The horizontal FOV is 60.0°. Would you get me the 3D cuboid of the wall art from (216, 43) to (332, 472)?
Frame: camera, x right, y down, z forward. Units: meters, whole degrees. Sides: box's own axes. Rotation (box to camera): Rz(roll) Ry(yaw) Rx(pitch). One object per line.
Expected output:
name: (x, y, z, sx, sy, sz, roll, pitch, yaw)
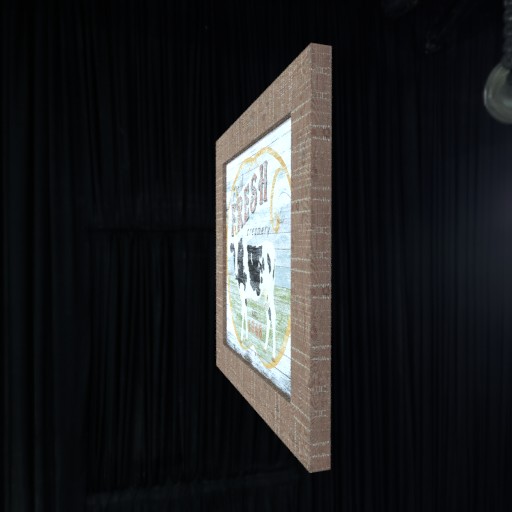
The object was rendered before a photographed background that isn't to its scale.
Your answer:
wall art: (0.000, 0.000, 0.804, 0.029, 0.531, 0.531, 0, 1, -18)
